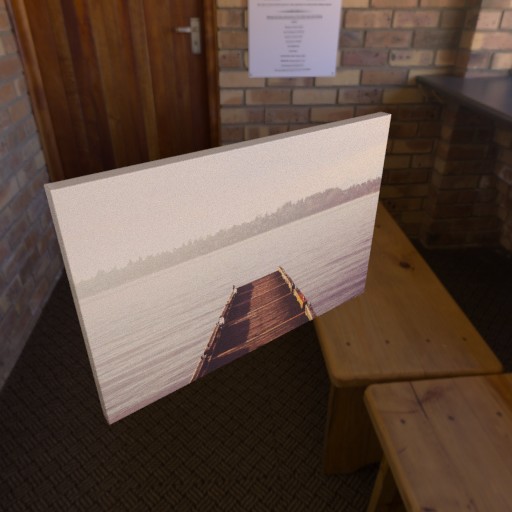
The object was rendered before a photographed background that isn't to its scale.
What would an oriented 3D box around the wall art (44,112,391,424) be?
[{"bbox_3d":[0.000,0.000,1.166,0.916,0.609,0.037,-21,37,-31],"label":"wall art"}]
